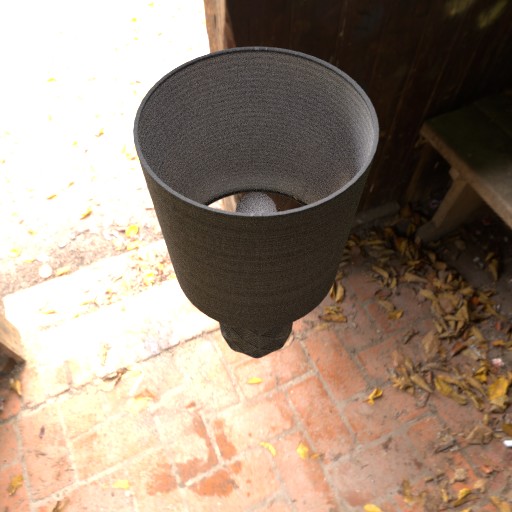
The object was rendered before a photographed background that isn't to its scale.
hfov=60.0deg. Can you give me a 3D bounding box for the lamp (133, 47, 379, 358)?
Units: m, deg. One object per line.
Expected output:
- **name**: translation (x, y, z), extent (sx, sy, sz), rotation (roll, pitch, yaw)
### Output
- **lamp**: translation (0.000, 0.000, 0.728), extent (0.269, 0.566, 0.268), rotation (32, 63, 18)
